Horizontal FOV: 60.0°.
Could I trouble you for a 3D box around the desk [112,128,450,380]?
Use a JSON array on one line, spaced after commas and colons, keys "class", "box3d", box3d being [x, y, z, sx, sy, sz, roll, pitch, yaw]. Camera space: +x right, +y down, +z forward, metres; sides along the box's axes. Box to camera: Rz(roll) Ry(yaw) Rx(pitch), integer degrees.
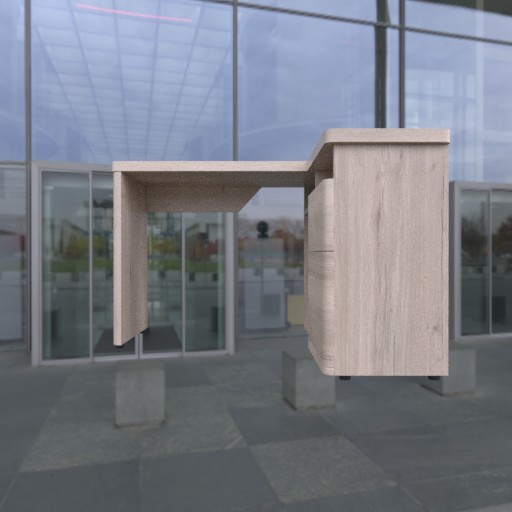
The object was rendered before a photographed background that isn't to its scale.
[{"class": "desk", "box3d": [0.000, 0.000, 1.765, 1.169, 0.760, 0.900, 0, 0, 0]}]
